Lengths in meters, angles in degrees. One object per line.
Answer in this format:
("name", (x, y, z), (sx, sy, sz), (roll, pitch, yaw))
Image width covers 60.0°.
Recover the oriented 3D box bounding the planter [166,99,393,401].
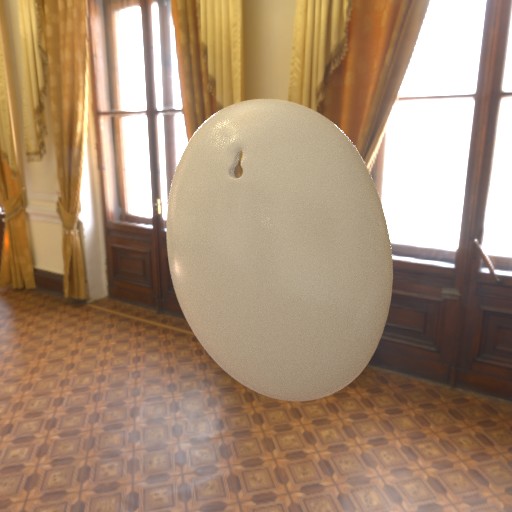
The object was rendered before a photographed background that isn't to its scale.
("planter", (0.000, 0.000, 0.280), (0.185, 0.188, 0.043), (13, 19, 42))
